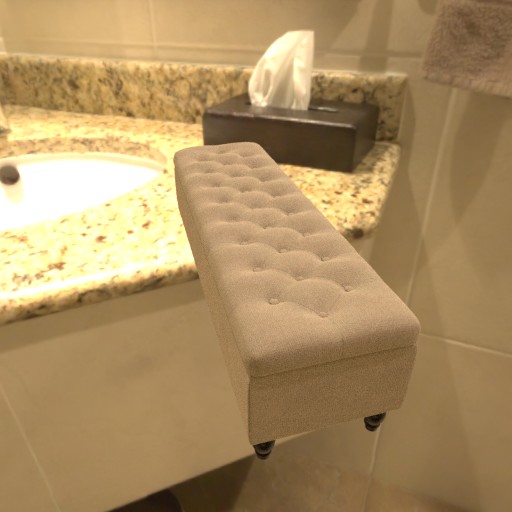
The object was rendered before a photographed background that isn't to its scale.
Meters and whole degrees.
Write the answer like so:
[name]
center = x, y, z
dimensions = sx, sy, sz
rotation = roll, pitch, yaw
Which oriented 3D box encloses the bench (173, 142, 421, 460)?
[bench]
center = 0.000, 0.000, 1.738
dimensions = 0.455, 0.467, 1.480
rotation = -8, 33, -13
